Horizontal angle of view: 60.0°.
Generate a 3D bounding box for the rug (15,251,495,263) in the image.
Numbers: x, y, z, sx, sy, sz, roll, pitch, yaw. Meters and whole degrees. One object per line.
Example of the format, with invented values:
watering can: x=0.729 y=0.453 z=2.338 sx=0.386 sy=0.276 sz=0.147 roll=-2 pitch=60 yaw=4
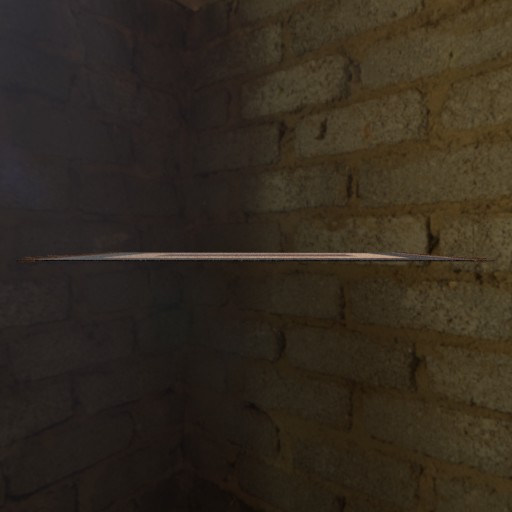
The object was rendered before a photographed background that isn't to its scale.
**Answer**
rug: x=0.000 y=0.000 z=2.445 sx=2.021 sy=0.027 sz=1.224 roll=0 pitch=2 yaw=1
